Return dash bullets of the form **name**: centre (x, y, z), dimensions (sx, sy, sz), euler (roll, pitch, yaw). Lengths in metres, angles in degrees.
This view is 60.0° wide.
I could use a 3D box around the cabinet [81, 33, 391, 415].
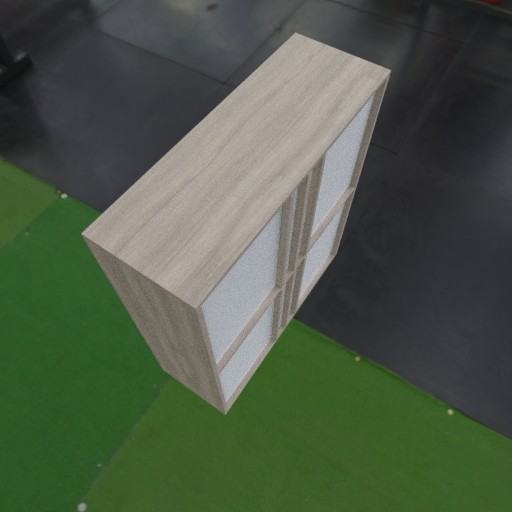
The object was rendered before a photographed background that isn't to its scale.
- **cabinet**: centre (0.000, 0.000, 1.978), dimensions (0.398, 1.388, 1.111), euler (30, 63, 17)
